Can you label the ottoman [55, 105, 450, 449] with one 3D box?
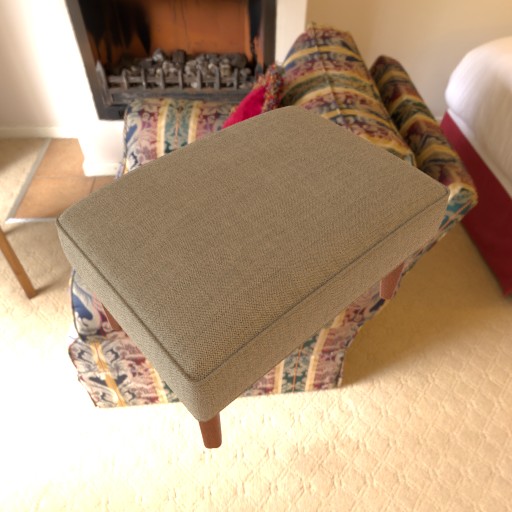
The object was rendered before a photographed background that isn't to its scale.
[{"bbox_3d":[0.000,0.000,1.105,0.750,0.458,0.555,-33,55,-27],"label":"ottoman"}]
